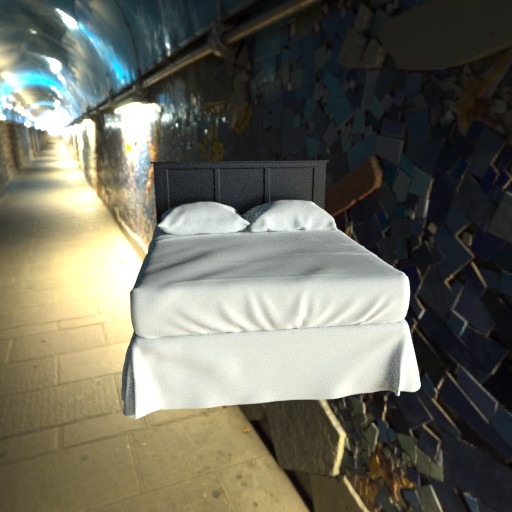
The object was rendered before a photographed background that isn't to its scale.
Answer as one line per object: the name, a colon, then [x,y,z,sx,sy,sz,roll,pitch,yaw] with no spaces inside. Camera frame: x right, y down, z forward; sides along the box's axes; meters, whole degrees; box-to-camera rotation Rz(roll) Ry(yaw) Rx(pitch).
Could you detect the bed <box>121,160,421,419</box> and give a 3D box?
bed: [0.000,0.000,3.329,1.870,1.270,2.050,-2,16,-8]
